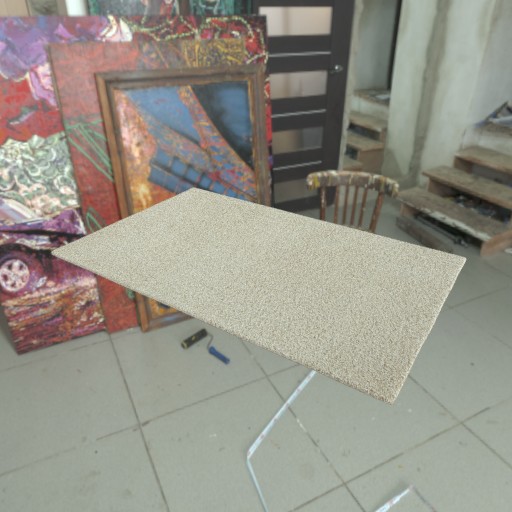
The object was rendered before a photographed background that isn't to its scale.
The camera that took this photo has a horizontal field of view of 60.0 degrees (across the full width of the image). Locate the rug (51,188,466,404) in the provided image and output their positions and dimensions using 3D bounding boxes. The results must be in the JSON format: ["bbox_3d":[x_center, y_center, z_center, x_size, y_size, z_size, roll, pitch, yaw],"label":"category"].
[{"bbox_3d":[0.000,0.000,3.057,2.438,0.030,1.524,18,34,29],"label":"rug"}]
